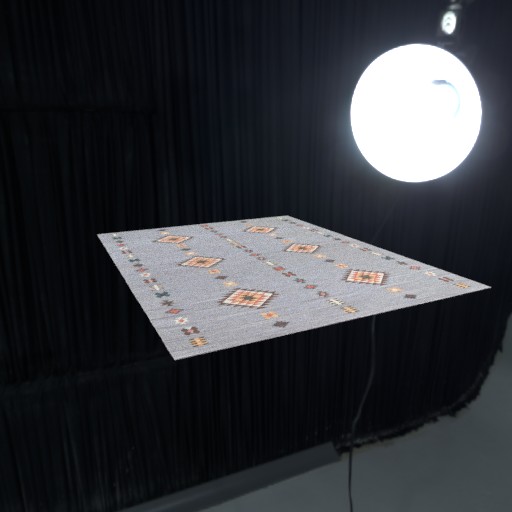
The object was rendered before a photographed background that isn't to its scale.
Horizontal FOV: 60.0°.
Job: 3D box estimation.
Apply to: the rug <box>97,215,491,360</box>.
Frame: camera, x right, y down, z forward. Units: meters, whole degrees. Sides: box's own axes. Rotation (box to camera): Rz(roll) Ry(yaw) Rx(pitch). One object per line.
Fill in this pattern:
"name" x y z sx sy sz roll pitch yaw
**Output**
"rug" 0.000 0.000 4.103 2.425 0.008 3.035 -8 18 -25
